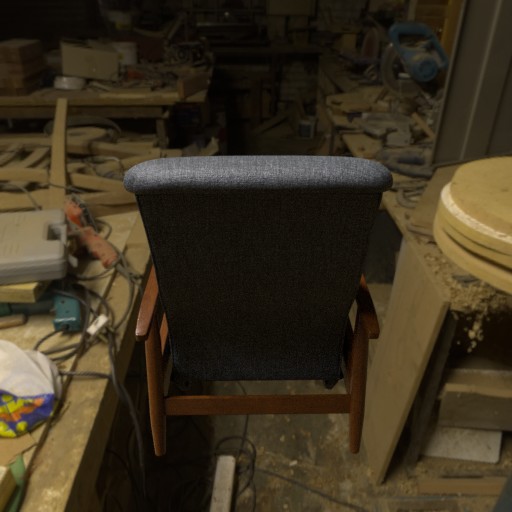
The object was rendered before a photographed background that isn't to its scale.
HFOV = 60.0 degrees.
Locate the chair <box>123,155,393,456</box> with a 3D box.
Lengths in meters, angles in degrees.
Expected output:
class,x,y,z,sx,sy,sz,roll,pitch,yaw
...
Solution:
class,x,y,z,sx,sy,sz,roll,pitch,yaw
chair,0.000,0.000,1.714,0.762,1.082,1.030,0,31,-1
